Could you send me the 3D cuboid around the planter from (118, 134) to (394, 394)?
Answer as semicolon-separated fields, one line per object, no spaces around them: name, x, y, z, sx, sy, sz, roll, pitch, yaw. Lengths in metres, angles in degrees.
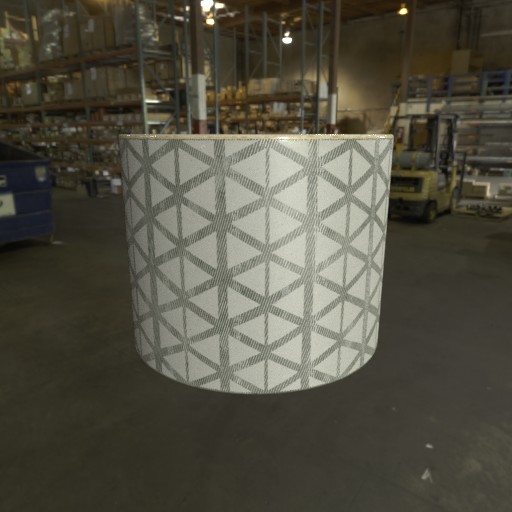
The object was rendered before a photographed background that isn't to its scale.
planter;0.000;0.000;0.343;0.190;0.181;0.190;0;15;0
